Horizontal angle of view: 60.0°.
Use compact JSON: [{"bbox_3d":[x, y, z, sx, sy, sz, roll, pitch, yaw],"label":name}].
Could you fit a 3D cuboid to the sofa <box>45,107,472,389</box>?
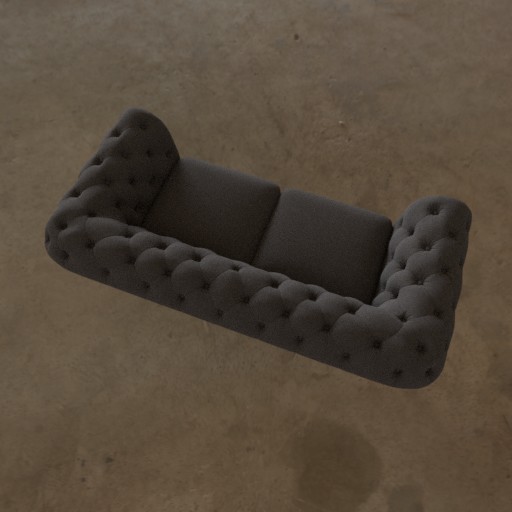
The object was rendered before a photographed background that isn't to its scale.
[{"bbox_3d":[0.000,0.000,2.418,1.998,0.764,0.986,18,64,9],"label":"sofa"}]
